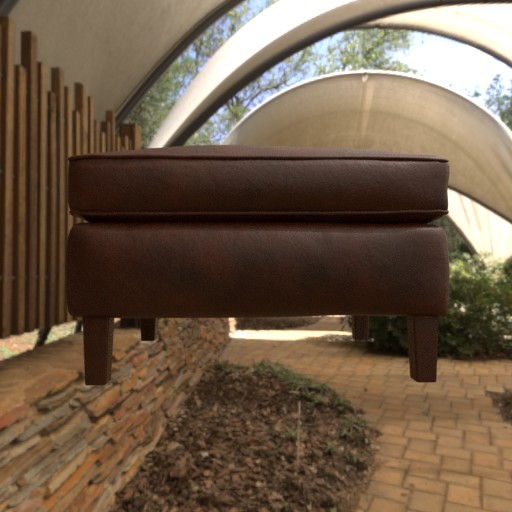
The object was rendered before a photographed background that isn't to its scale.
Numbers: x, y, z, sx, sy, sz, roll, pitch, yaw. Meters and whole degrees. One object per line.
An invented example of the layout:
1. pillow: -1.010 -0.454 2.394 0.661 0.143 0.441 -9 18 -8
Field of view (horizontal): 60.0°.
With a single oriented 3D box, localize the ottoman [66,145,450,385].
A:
1. ottoman: 0.000 0.000 0.960 0.665 0.432 0.501 0 -1 -2
